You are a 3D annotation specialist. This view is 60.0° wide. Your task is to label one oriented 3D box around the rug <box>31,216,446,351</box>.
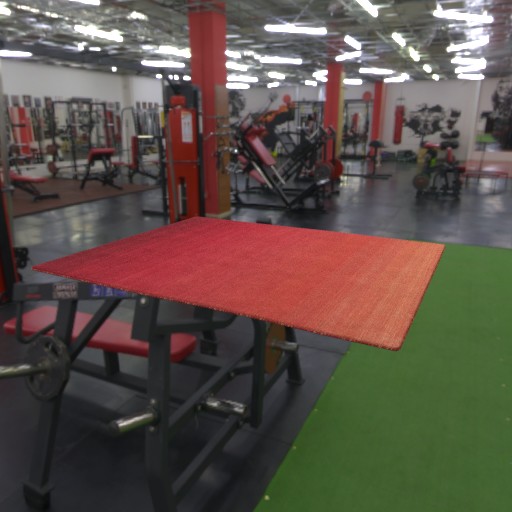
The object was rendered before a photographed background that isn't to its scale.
[{"bbox_3d":[0.000,0.000,3.923,2.905,0.028,2.340,9,19,27],"label":"rug"}]
